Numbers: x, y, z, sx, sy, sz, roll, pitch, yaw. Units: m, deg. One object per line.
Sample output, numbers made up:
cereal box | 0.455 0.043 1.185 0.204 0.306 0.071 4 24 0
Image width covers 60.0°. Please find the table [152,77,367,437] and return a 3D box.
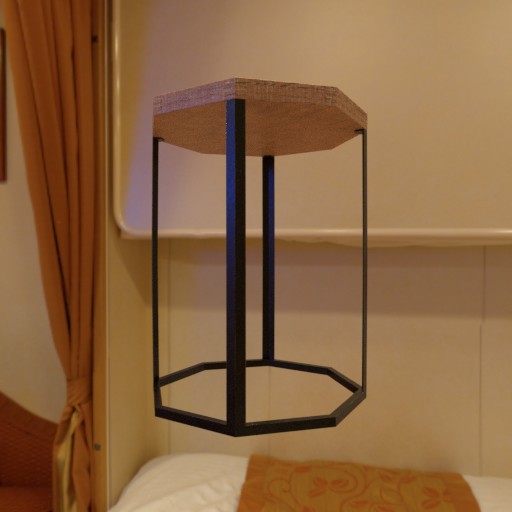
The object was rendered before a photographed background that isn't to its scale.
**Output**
table | 0.000 0.000 0.896 0.437 0.553 0.437 -1 1 -37
